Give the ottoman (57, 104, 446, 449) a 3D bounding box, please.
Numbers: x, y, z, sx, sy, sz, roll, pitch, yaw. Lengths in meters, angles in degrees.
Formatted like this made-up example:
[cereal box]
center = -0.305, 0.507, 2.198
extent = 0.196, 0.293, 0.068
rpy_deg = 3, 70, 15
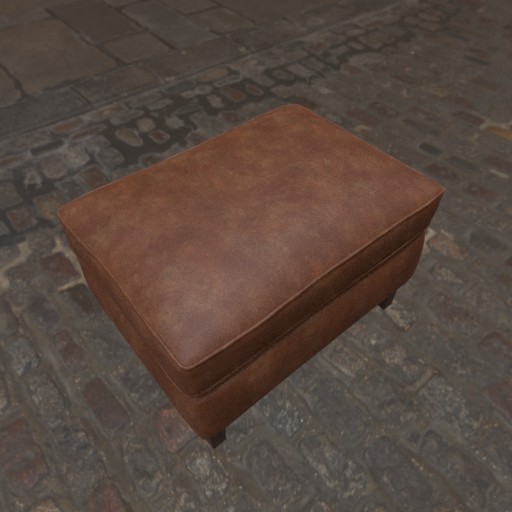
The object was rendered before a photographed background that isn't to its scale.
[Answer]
[ottoman]
center = 0.000, 0.000, 1.013
extent = 0.665, 0.418, 0.501
rpy_deg = -32, 55, -25
